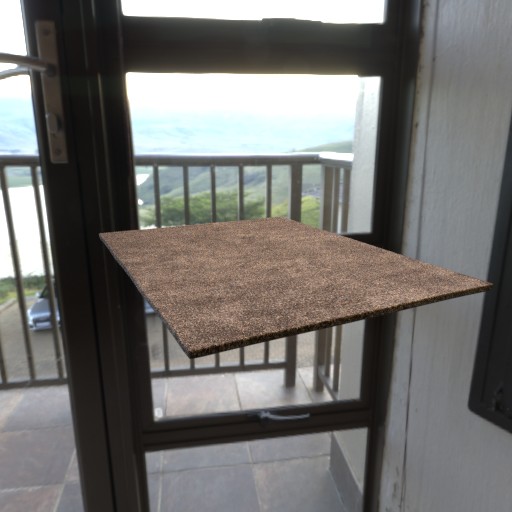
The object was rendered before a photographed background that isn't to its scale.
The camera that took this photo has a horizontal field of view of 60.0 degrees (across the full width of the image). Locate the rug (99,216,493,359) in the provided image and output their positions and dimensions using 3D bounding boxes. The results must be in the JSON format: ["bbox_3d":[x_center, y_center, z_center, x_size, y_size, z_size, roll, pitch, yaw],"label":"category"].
[{"bbox_3d":[0.000,0.000,2.097,1.198,0.025,1.601,-8,17,-26],"label":"rug"}]
